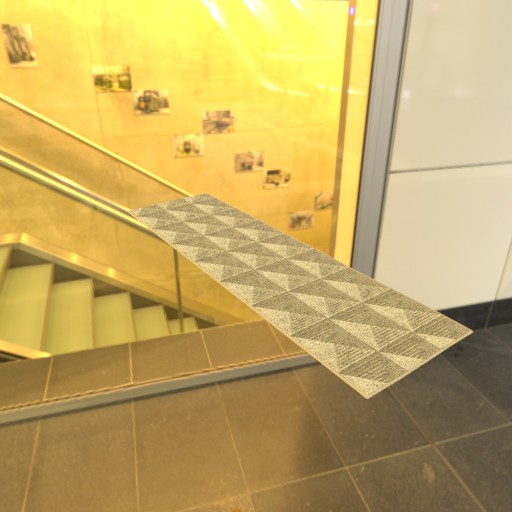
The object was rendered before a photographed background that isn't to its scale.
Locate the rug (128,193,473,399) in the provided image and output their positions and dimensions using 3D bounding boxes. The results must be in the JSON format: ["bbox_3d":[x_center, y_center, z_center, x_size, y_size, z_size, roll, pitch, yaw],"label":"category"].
[{"bbox_3d":[0.000,0.000,2.439,0.645,0.015,2.182,-18,31,-31],"label":"rug"}]
